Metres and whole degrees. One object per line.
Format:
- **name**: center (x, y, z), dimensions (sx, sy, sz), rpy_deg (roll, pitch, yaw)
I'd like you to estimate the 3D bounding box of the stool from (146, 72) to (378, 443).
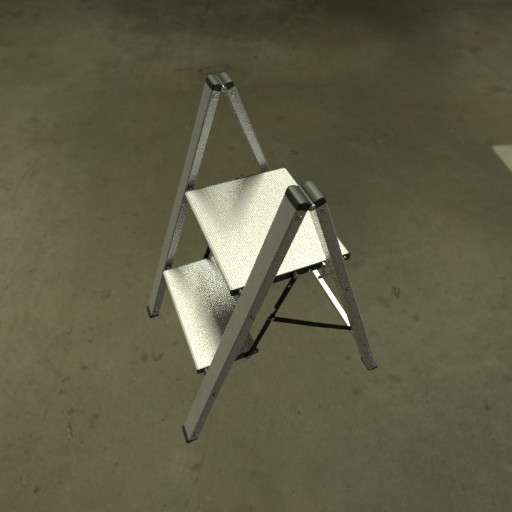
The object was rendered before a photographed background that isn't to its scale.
- **stool**: center (0.000, 0.000, 1.019), dimensions (0.535, 0.670, 0.440), rpy_deg (-17, 49, -15)
